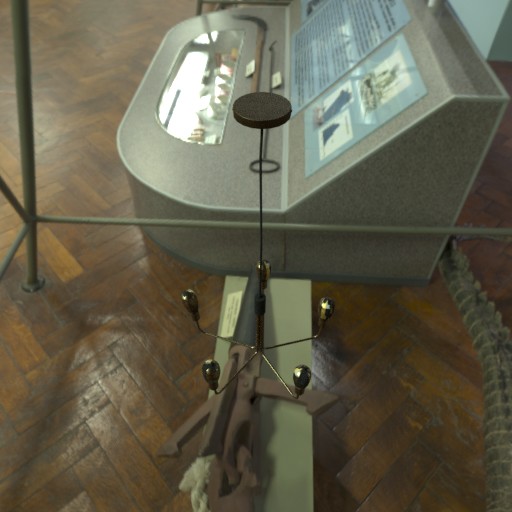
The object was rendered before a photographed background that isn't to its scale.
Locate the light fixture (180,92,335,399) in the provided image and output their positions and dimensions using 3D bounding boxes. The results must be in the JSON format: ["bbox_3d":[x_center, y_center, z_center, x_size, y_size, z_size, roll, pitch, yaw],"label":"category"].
[{"bbox_3d":[0.000,0.000,1.418,0.588,1.059,0.532,3,47,2],"label":"light fixture"}]
